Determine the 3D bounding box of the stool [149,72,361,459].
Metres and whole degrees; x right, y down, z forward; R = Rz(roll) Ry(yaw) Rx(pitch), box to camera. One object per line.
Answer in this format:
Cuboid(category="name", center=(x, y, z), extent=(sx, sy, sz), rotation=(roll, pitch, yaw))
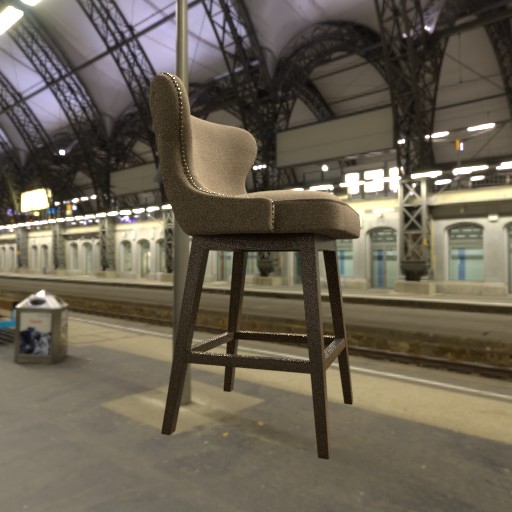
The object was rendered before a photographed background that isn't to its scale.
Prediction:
Cuboid(category="stool", center=(0.000, 0.000, 1.356), extent=(0.597, 0.972, 0.615), rotation=(0, -1, 20))
